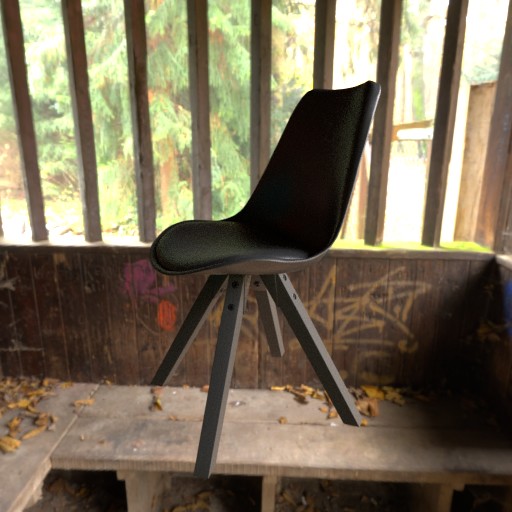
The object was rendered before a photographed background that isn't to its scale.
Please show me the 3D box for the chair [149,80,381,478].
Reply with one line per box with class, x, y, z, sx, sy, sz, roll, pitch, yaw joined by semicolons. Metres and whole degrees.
chair;0.000;0.000;1.145;0.530;0.850;0.485;-7;17;-25
